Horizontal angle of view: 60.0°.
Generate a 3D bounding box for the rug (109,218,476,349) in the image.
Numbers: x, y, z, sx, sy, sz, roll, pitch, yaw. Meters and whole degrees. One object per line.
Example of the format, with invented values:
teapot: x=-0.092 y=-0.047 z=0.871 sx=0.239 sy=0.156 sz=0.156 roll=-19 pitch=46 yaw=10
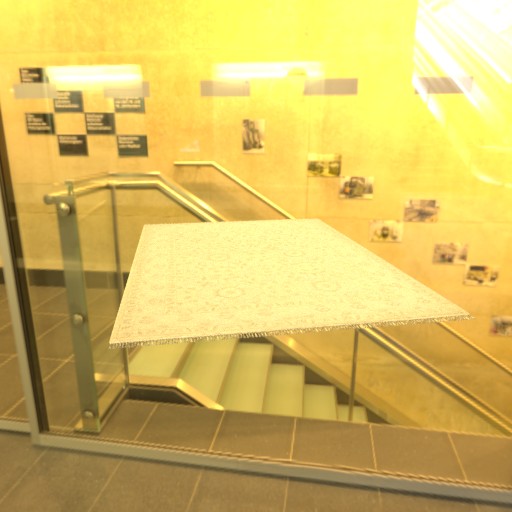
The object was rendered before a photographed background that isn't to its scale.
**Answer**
rug: x=0.000 y=0.000 z=2.821 sx=1.514 sy=0.011 sz=2.233 roll=-3 pitch=16 yaw=-10
